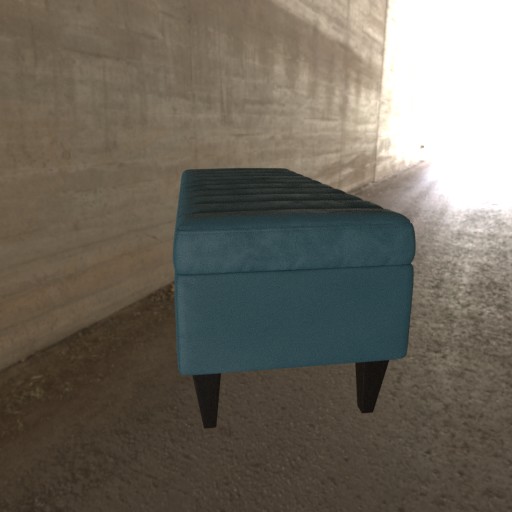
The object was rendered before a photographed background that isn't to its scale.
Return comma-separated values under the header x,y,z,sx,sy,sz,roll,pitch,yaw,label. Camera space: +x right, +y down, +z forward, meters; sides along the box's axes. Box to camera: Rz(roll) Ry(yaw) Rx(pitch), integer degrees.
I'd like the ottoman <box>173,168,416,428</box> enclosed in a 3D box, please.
x,y,z,sx,sy,sz,roll,pitch,yaw,label
0.000,0.000,1.419,0.482,0.469,1.151,-2,16,-8,ottoman
